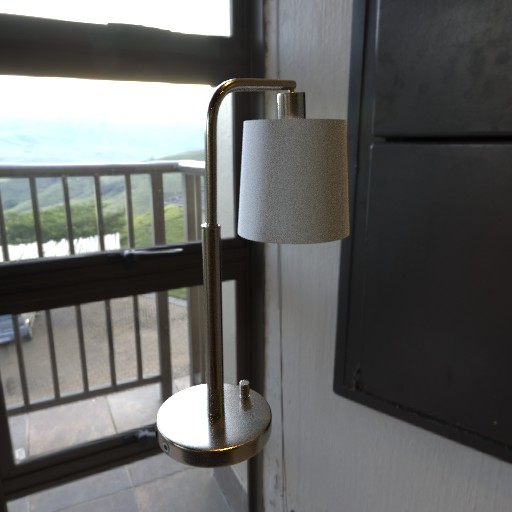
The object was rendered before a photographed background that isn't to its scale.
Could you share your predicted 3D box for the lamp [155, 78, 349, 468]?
[{"bbox_3d":[0.000,0.000,0.639,0.333,0.489,0.171,-14,20,-43],"label":"lamp"}]
